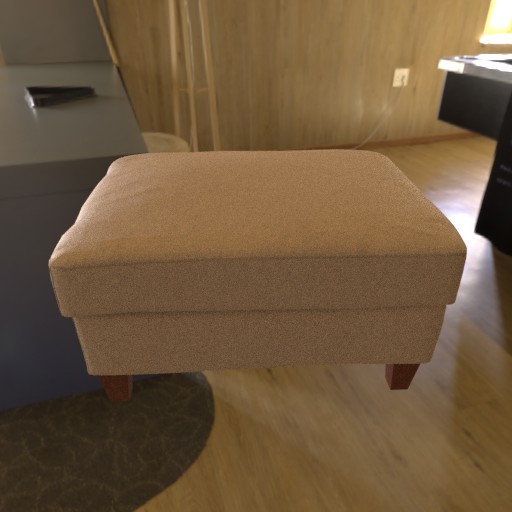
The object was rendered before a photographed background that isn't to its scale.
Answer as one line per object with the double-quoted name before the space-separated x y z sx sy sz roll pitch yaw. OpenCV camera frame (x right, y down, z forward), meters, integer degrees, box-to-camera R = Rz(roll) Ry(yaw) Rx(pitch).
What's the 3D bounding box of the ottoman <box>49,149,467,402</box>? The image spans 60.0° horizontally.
"ottoman" 0.000 0.000 1.295 0.902 0.511 0.692 -2 31 -3
